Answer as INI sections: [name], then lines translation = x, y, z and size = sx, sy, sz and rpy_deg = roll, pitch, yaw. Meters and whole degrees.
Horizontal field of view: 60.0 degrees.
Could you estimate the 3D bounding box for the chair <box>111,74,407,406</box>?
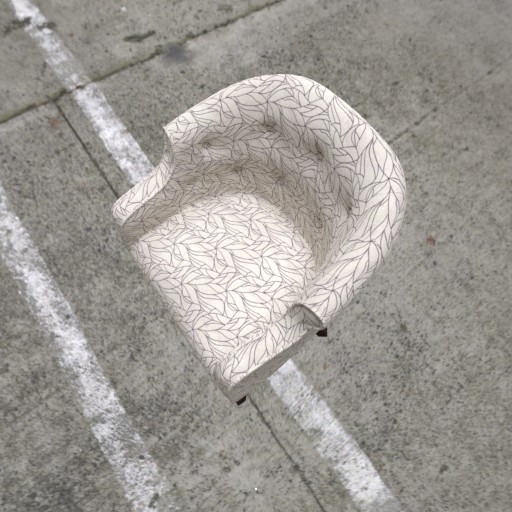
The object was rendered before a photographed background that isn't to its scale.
[chair]
translation = 0.000, 0.000, 1.333
size = 0.613, 0.858, 0.686
rpy_deg = -32, 67, -16
